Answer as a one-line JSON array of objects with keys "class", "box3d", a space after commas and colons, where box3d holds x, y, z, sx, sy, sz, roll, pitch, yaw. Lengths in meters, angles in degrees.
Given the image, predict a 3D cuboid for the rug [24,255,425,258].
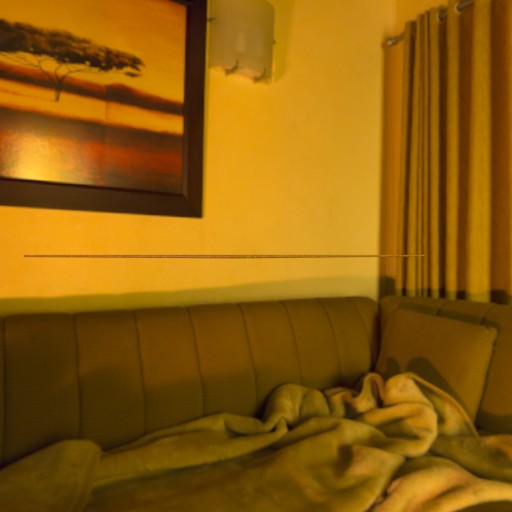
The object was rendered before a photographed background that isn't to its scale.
[{"class": "rug", "box3d": [0.000, 0.000, 2.324, 1.213, 0.010, 1.829, 0, 0, 37]}]
